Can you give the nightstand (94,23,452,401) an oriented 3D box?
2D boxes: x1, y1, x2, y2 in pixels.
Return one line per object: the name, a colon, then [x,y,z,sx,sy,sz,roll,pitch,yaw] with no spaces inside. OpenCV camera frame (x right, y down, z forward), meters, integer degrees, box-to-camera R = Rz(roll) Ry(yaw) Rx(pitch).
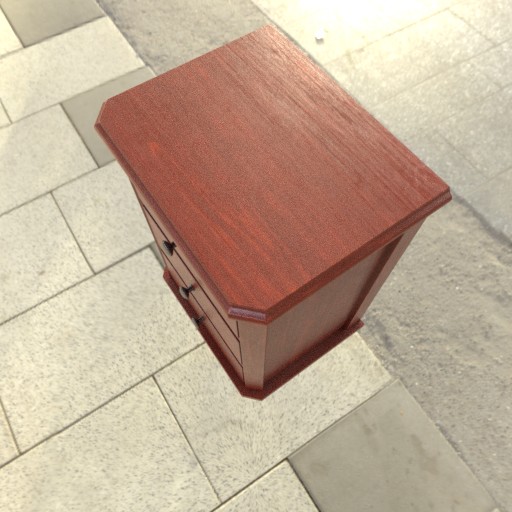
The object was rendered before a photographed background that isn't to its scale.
nightstand: [0.000,0.000,0.931,0.351,0.681,0.435,-32,68,-15]
